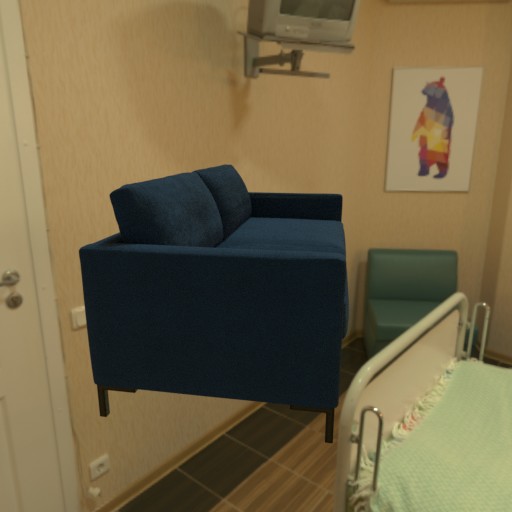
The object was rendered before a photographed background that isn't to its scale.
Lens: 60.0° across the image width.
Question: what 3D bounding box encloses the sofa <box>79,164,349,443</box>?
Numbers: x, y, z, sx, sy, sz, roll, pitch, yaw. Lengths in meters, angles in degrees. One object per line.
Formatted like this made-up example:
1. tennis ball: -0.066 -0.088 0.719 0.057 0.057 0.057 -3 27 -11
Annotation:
1. sofa: 0.000 0.000 2.177 0.875 0.817 1.676 3 15 10
